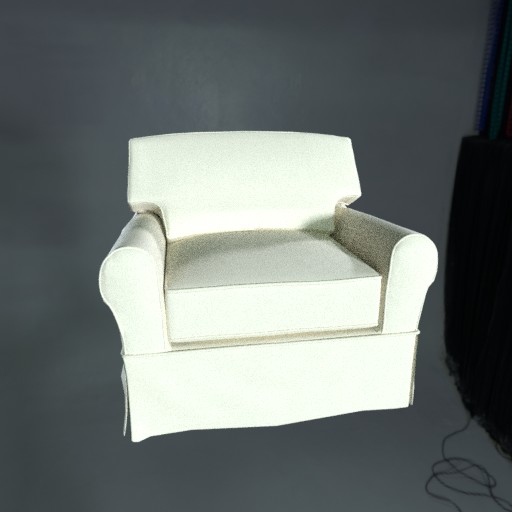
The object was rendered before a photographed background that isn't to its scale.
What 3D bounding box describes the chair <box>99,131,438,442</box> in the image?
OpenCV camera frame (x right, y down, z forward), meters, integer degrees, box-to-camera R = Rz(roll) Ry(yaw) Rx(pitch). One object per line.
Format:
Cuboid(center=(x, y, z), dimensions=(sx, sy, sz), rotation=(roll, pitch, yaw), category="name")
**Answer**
Cuboid(center=(0.000, 0.000, 1.784), dimensions=(1.099, 0.958, 0.904), rotation=(-3, 17, -9), category="chair")
